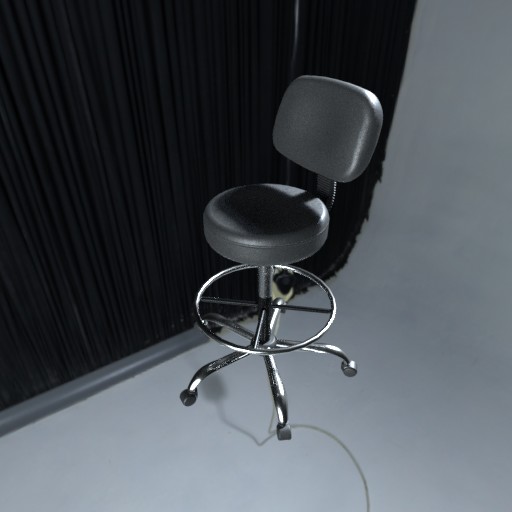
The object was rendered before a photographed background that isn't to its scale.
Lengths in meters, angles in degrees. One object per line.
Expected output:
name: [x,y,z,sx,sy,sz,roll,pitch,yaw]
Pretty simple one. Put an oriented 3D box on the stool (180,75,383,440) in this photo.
stool: [0.000,0.000,1.497,0.658,1.069,0.694,-20,38,-28]
